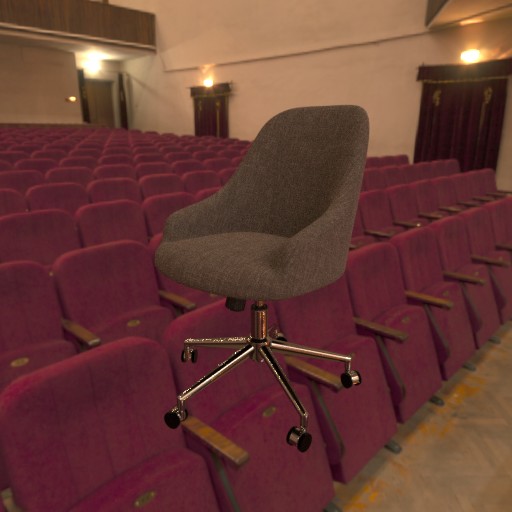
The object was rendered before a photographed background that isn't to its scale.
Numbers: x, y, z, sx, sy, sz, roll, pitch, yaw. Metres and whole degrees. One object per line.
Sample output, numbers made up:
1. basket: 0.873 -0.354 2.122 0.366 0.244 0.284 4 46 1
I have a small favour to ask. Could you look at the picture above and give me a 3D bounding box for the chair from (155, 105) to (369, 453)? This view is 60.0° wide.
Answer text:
1. chair: 0.000 0.000 1.439 0.671 0.950 0.712 15 21 42
